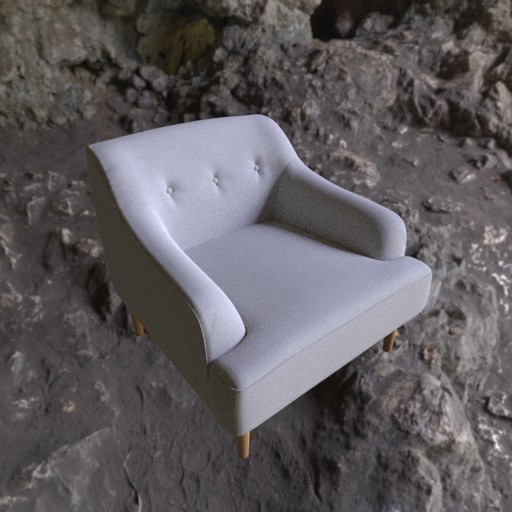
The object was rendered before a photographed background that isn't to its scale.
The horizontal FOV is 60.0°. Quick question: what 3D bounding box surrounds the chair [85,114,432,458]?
[{"bbox_3d":[0.000,0.000,1.653,0.946,0.818,0.951,-23,37,-34],"label":"chair"}]
